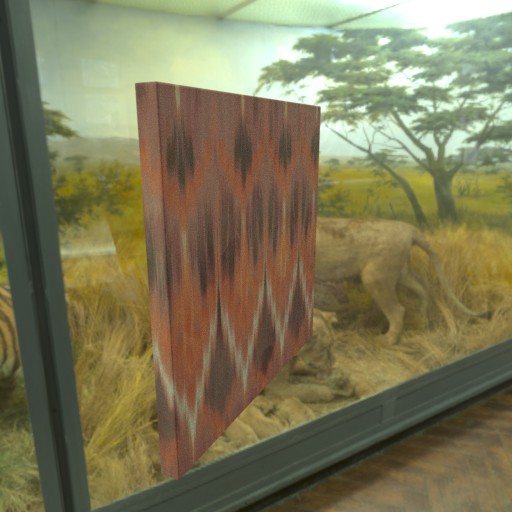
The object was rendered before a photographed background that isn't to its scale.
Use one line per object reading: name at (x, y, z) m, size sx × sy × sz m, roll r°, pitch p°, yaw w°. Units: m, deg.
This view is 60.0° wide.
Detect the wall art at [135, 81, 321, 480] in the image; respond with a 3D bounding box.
wall art at (0.000, 0.000, 0.904) m, size 0.037 × 0.609 × 0.603 m, roll 8°, pitch 17°, yaw 27°
